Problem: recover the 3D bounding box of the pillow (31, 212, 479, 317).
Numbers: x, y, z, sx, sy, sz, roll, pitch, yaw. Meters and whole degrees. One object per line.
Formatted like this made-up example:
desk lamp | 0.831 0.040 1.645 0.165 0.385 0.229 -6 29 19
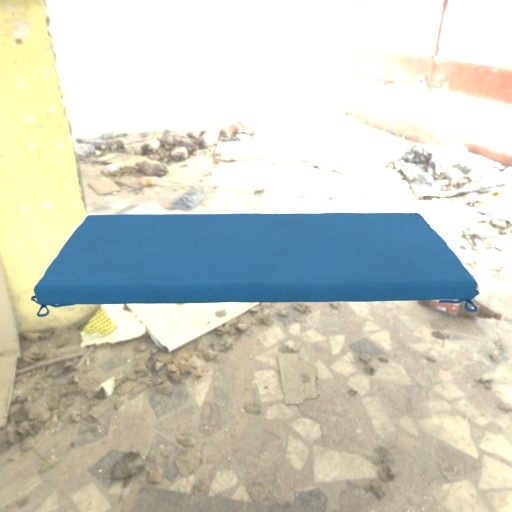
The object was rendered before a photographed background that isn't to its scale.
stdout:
pillow | 0.000 0.000 1.320 1.187 0.081 0.492 -1 29 -1
